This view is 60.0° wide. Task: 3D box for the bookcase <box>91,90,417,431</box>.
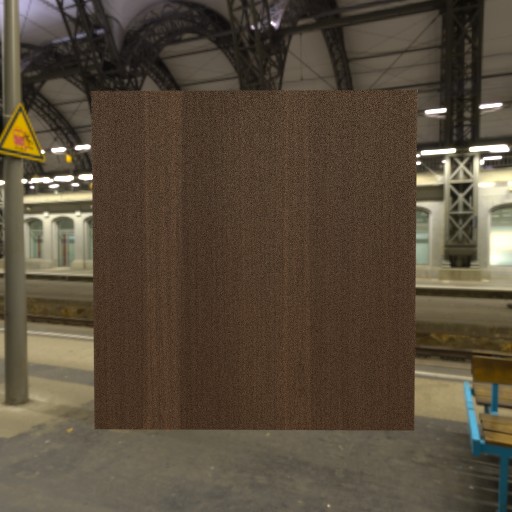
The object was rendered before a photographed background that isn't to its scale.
[{"bbox_3d":[0.000,0.000,0.605,0.290,0.305,0.415,0,1,1],"label":"bookcase"}]
